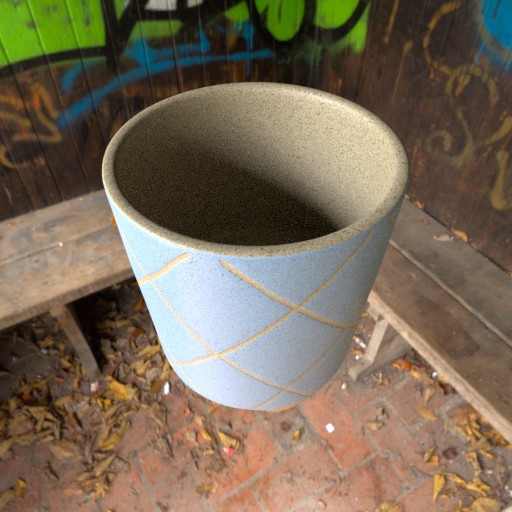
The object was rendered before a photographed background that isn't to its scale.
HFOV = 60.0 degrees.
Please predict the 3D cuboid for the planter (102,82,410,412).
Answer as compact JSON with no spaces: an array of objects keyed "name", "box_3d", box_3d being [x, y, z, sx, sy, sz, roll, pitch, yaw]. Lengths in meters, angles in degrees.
[{"name":"planter","box_3d":[0.000,0.000,0.419,0.227,0.235,0.227,0,46,0]}]
